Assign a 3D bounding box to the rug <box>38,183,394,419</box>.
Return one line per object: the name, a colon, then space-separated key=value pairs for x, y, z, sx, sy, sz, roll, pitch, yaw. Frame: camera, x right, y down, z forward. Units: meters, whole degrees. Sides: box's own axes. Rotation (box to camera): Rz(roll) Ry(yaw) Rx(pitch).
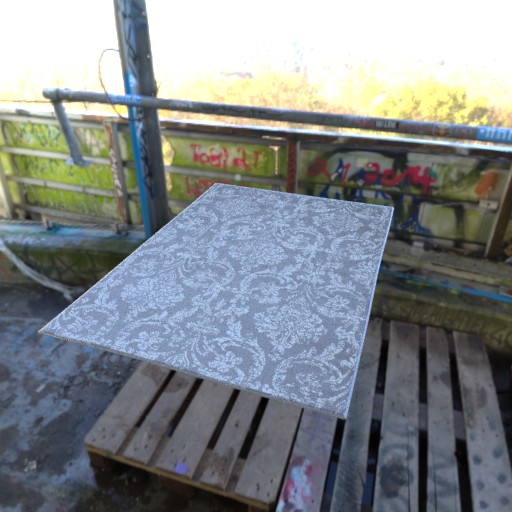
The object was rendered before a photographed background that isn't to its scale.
rug: x=0.000 y=0.000 z=2.929 sx=1.578 sy=0.014 sz=2.206 roll=10 pitch=32 yaw=17
